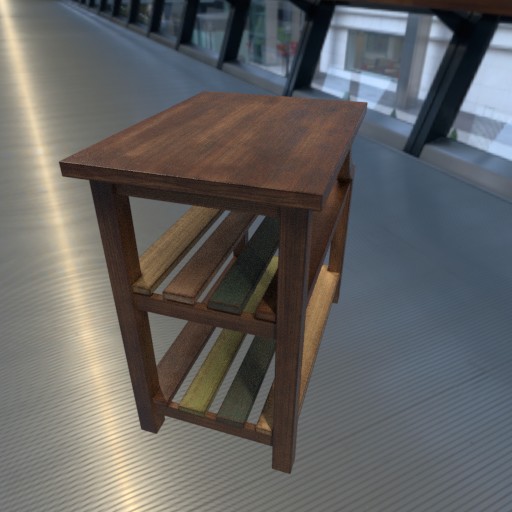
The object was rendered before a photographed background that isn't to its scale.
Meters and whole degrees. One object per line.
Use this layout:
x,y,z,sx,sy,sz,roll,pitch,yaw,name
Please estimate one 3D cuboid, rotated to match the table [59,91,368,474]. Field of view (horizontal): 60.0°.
0.000,0.000,0.943,0.356,0.584,0.609,10,33,15,table
